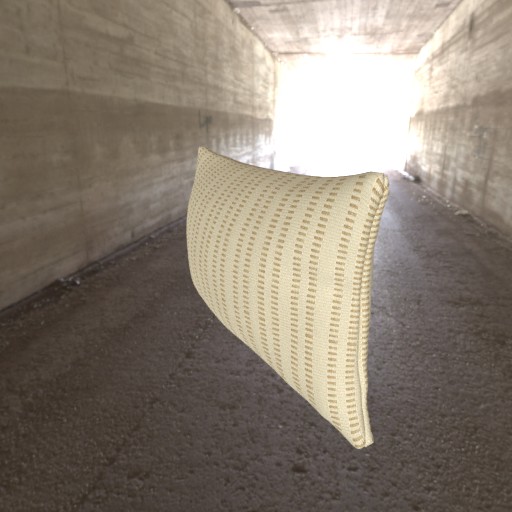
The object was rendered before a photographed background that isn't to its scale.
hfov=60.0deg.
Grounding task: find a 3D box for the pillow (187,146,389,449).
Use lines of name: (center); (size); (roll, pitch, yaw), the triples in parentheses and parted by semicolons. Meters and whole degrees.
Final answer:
pillow: (0.000, 0.000, 0.789); (0.210, 0.353, 0.640); (-7, 18, -23)
